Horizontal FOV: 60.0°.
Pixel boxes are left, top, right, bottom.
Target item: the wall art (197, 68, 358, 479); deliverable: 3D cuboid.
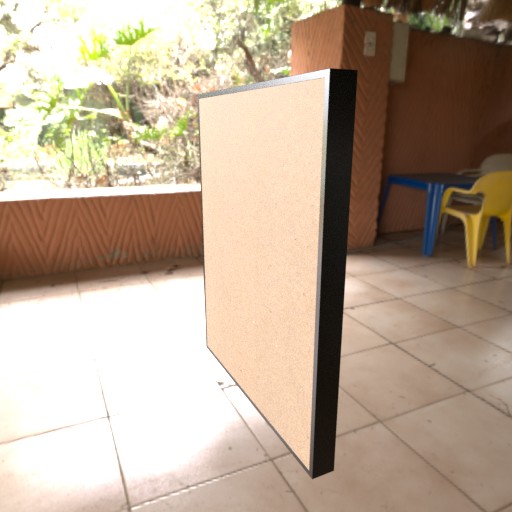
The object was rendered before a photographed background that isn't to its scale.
[{"bbox_3d":[0.000,0.000,0.764,0.038,0.551,0.448,-8,18,-25],"label":"wall art"}]
